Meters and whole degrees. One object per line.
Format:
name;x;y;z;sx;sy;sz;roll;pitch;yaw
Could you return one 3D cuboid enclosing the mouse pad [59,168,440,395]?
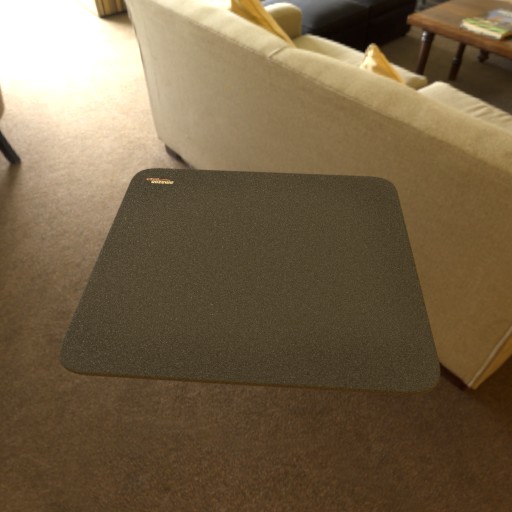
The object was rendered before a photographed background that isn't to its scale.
mouse pad;0.000;0.000;0.324;0.229;0.003;0.203;3;47;3
